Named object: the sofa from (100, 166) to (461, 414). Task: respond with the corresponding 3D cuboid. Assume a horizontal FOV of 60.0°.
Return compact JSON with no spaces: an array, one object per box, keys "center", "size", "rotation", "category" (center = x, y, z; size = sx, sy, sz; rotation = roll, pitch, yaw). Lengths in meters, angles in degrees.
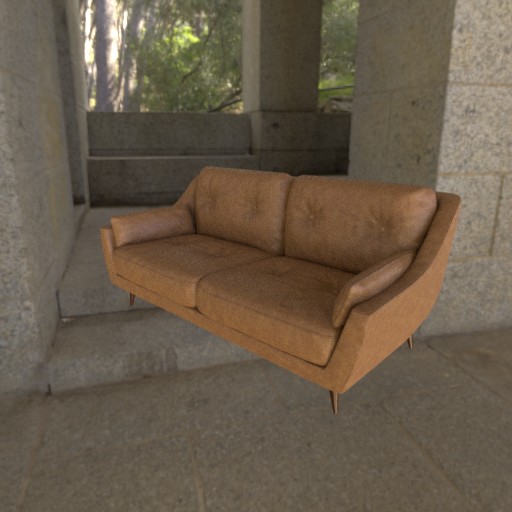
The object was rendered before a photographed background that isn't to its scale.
[{"center":[0.000,0.000,2.401],"size":[0.904,0.839,1.902],"rotation":[-15,22,-43],"category":"sofa"}]
